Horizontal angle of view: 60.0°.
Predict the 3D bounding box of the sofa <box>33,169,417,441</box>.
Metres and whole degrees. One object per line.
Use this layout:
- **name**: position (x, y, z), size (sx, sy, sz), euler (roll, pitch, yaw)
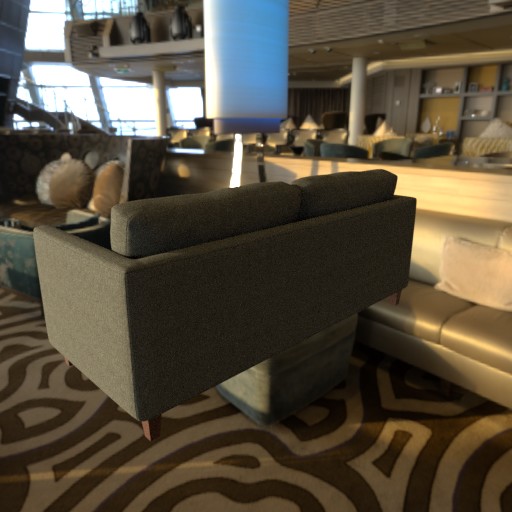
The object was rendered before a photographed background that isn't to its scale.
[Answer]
- **sofa**: position (0.000, 0.000, 2.662), size (2.208, 0.965, 0.948), euler (-16, 23, -42)
